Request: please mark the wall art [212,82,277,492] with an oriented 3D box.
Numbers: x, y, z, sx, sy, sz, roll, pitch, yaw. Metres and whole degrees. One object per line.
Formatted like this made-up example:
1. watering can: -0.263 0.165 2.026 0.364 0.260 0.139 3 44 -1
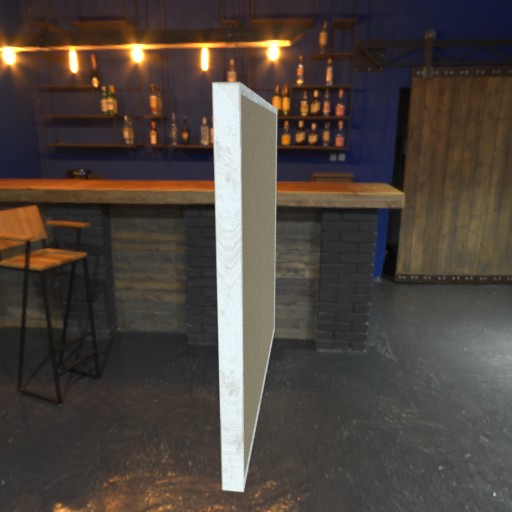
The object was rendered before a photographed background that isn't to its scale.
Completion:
1. wall art: 0.000 0.000 0.761 0.029 0.506 0.508 2 15 7
